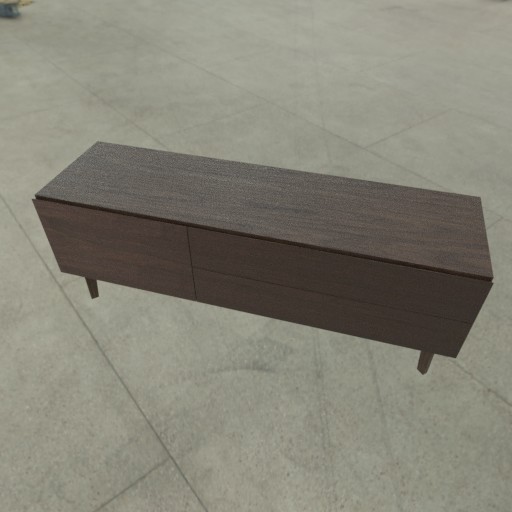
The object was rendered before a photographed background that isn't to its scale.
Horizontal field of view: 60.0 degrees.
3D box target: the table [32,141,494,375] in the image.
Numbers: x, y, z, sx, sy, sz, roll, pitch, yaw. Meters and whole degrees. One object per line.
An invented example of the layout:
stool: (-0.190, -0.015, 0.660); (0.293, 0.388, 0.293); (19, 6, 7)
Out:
table: (0.000, 0.000, 1.601); (1.397, 0.508, 0.405); (11, 43, 12)
